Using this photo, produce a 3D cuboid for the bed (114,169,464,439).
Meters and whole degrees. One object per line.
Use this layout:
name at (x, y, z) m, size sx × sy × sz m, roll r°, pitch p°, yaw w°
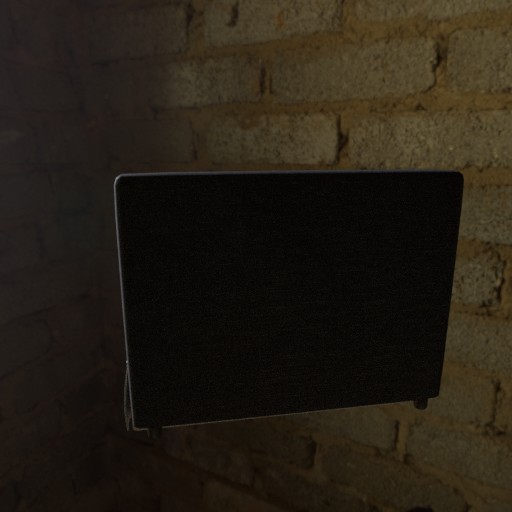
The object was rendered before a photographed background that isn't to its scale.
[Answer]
bed at (0.000, 0.000, 3.166) m, size 1.723 × 1.330 × 2.142 m, roll -3°, pitch 15°, yaw -10°
